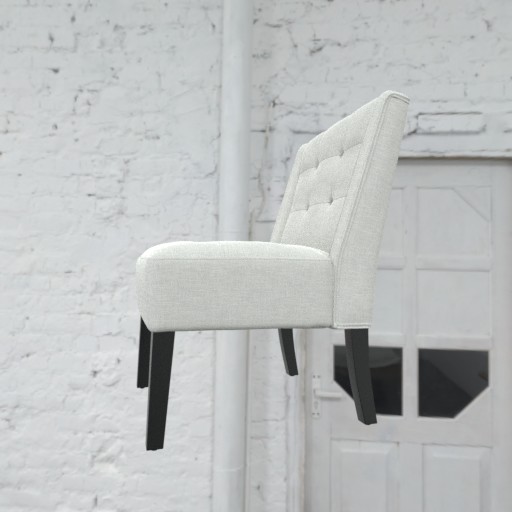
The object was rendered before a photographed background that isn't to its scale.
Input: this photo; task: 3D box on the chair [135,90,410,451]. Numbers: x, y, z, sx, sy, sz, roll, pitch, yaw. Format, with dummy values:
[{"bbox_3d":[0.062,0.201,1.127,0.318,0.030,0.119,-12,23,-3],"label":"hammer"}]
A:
[{"bbox_3d":[0.000,0.000,1.303,0.676,0.853,0.569,0,-1,-17],"label":"chair"}]
